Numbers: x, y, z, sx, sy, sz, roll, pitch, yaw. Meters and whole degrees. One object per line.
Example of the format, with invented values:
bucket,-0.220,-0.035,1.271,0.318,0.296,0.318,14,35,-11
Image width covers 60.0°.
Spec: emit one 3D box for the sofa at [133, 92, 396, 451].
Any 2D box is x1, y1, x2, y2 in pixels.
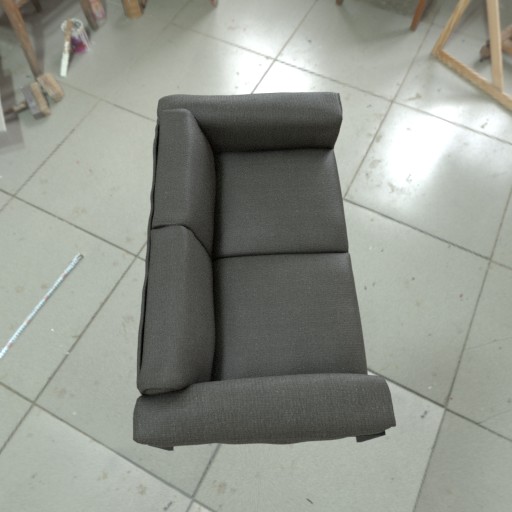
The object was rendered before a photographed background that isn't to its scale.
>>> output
sofa,0.000,0.000,2.144,0.960,0.656,1.690,-2,64,-1
